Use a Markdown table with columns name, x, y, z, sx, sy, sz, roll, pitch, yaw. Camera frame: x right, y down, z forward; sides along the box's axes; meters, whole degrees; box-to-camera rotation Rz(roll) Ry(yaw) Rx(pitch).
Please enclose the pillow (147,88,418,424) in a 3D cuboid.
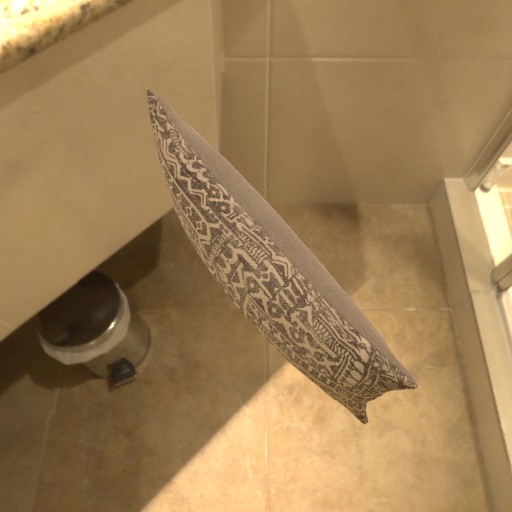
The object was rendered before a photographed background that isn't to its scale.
| name | x | y | z | sx | sy | sz | roll | pitch | yaw |
| --- | --- | --- | --- | --- | --- | --- | --- | --- | --- |
| pillow | 0.000 | 0.000 | 0.751 | 0.148 | 0.290 | 0.631 | -34 | 68 | -16 |
